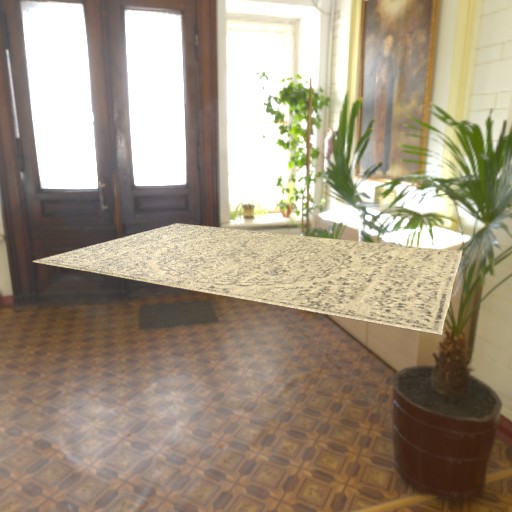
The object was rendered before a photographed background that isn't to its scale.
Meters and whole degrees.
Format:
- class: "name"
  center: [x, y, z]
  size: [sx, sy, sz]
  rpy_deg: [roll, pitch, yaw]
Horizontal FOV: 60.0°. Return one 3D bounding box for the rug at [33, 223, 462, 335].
- class: "rug"
  center: [0.000, 0.000, 2.968]
  size: [2.447, 0.021, 1.527]
  rpy_deg: [7, 16, 26]
